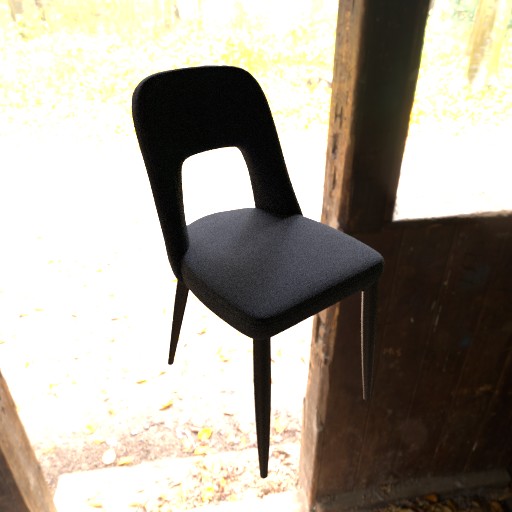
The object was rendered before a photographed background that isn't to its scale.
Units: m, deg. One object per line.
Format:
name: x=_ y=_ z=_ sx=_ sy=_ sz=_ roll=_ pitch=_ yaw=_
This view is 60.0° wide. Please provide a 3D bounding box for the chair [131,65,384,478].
chair: x=0.000 y=0.000 z=1.244 sx=0.470 sy=0.931 sz=0.612 roll=-22 pitch=37 yaw=-32
